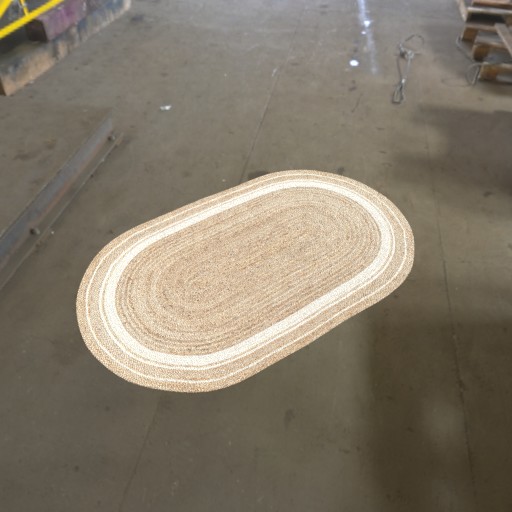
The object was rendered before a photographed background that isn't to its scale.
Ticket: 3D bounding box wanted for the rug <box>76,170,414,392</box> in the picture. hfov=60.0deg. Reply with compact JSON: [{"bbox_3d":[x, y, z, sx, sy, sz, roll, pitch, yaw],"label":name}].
[{"bbox_3d":[0.000,0.000,3.063,2.432,0.006,1.520,-26,51,-23],"label":"rug"}]
